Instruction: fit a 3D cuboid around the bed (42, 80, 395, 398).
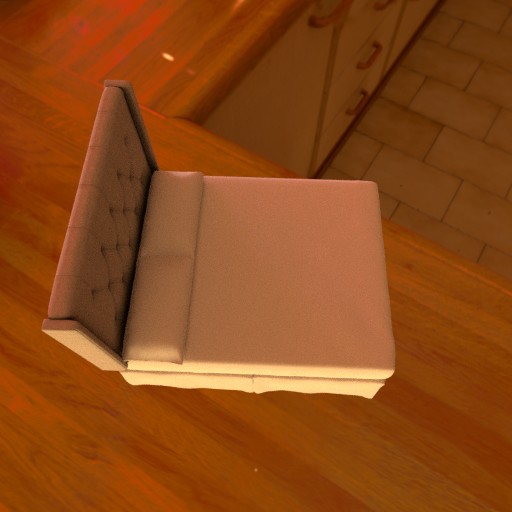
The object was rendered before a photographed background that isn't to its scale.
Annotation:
[{"bbox_3d":[0.000,0.000,3.256,2.066,1.665,1.719,2,64,1],"label":"bed"}]
